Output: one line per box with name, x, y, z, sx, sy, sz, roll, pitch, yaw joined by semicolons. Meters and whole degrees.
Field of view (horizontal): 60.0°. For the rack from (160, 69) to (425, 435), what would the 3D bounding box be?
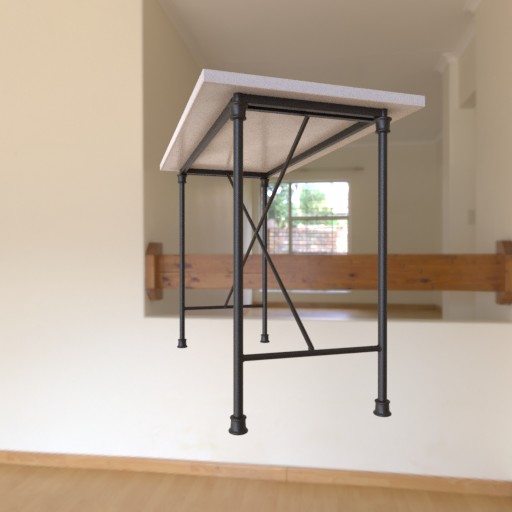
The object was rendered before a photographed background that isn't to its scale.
rack;0.000;0.000;1.676;0.613;0.880;1.159;0;0;-17
